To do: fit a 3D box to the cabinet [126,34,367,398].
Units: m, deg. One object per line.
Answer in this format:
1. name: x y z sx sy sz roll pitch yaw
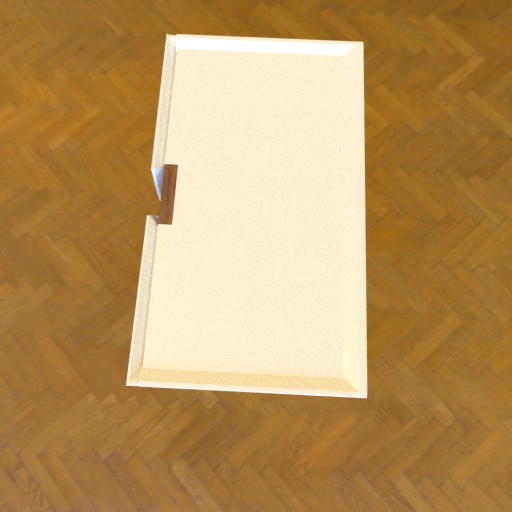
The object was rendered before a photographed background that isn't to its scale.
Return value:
1. cabinet: 0.000 0.000 1.072 0.344 0.772 0.591 3 76 1
